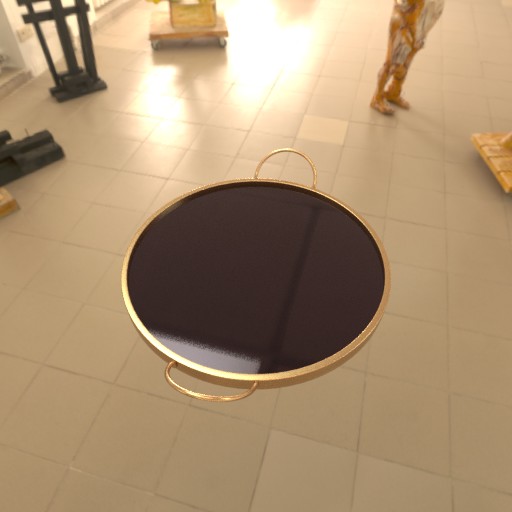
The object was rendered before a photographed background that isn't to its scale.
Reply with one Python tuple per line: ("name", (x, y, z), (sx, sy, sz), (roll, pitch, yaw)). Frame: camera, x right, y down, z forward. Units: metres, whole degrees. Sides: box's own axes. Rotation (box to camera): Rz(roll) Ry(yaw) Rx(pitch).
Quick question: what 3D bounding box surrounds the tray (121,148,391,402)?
("tray", (0.000, 0.000, 0.729), (0.438, 0.069, 0.543), (11, 48, 10))
